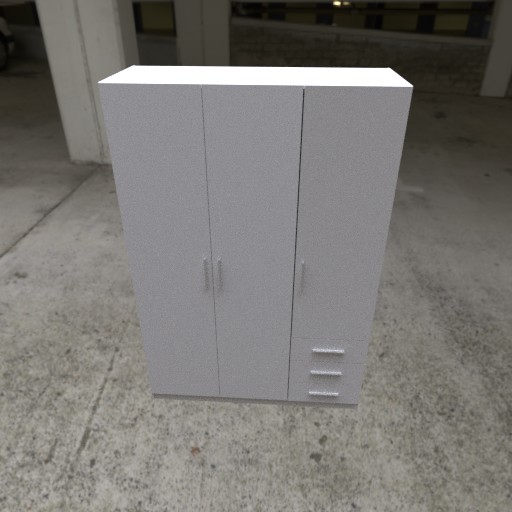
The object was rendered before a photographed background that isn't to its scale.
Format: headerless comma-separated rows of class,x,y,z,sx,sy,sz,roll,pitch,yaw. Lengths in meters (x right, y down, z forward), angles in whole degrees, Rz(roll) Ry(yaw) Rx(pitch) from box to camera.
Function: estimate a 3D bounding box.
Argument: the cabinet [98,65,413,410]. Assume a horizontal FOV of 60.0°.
cabinet,0.000,0.000,2.498,1.290,1.910,0.510,2,31,3
